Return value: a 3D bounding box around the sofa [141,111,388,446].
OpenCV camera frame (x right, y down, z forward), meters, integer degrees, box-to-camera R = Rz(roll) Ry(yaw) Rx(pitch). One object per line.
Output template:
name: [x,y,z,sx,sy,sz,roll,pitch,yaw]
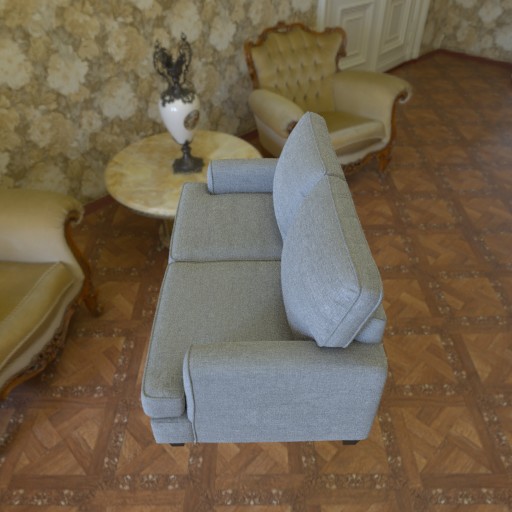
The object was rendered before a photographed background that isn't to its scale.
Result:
sofa: [0.000,0.000,2.288,0.965,0.965,1.651,-1,40,-1]
